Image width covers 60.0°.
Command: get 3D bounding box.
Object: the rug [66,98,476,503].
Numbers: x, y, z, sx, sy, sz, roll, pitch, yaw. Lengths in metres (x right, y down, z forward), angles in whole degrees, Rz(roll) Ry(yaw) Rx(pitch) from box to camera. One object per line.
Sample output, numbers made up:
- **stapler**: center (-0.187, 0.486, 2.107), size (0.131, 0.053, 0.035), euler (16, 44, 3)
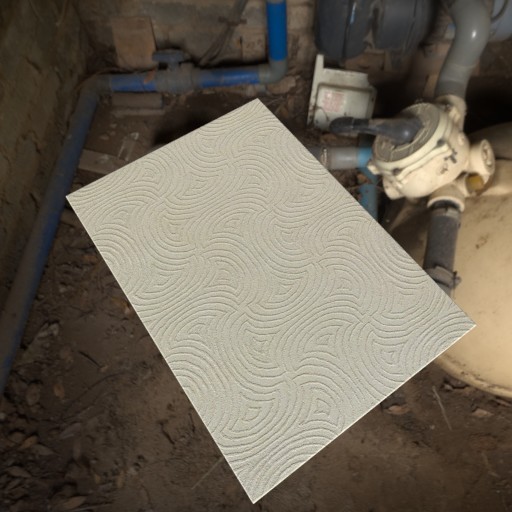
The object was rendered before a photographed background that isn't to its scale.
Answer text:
- **rug**: center (0.000, 0.000, 2.683), size (1.526, 0.015, 2.132), euler (-32, 67, -15)
